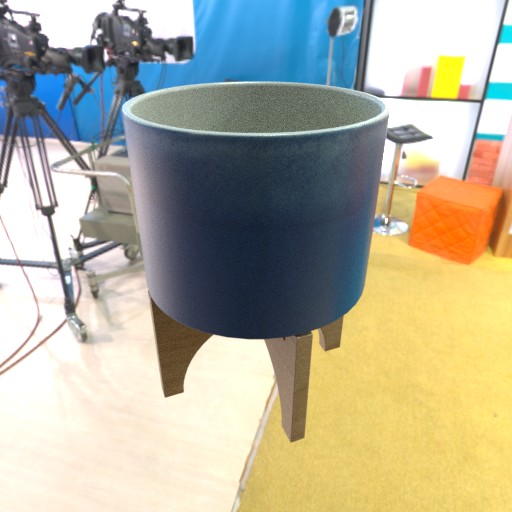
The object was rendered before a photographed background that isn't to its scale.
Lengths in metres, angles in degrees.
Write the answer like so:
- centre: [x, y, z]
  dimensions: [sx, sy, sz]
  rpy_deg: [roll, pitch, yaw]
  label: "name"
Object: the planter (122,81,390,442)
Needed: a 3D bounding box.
- centre: [0.000, 0.000, 0.392]
  dimensions: [0.192, 0.263, 0.192]
  rpy_deg: [0, 30, 0]
  label: "planter"
